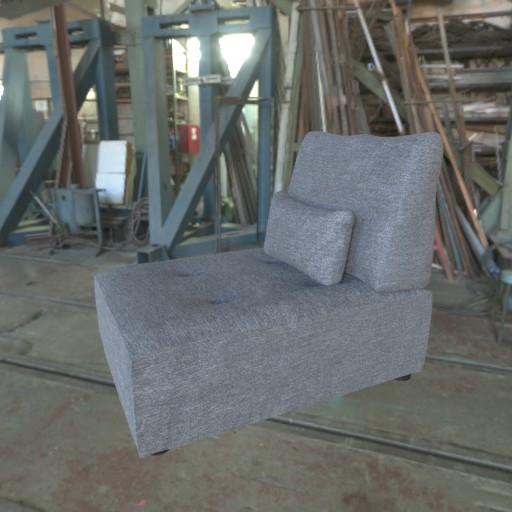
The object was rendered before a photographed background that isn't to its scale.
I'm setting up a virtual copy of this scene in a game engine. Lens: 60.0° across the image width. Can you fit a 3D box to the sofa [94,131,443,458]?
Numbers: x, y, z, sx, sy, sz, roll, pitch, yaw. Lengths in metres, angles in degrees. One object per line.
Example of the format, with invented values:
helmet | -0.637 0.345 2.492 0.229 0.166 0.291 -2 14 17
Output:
sofa | 0.000 0.000 1.519 1.000 0.820 0.700 -8 18 -25
